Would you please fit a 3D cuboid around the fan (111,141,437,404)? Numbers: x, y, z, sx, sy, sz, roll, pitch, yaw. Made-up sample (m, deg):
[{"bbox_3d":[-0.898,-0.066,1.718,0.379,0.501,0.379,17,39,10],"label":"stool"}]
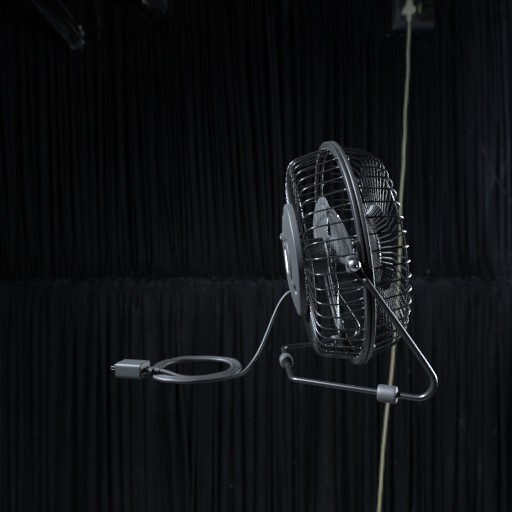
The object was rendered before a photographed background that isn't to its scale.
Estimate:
[{"bbox_3d":[0.000,0.000,0.374,0.227,0.188,0.209,0,0,0],"label":"fan"}]
